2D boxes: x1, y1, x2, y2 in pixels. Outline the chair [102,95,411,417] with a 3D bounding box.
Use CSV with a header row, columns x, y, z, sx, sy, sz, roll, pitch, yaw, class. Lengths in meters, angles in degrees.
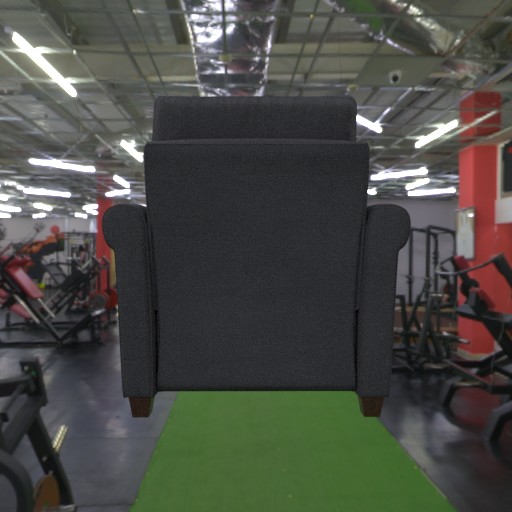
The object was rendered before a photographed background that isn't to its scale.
x,y,z,sx,sy,sz,roll,pitch,yaw,class
0.000,0.000,1.568,0.867,0.942,0.828,0,0,0,chair
